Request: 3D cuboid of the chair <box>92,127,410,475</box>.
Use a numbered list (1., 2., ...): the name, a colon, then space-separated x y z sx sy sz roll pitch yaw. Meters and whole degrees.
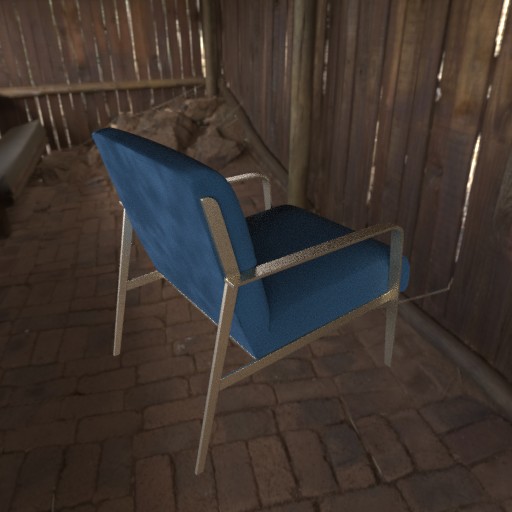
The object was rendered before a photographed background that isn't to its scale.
1. chair: 0.000 0.000 1.471 0.859 0.831 0.692 -18 32 -32
